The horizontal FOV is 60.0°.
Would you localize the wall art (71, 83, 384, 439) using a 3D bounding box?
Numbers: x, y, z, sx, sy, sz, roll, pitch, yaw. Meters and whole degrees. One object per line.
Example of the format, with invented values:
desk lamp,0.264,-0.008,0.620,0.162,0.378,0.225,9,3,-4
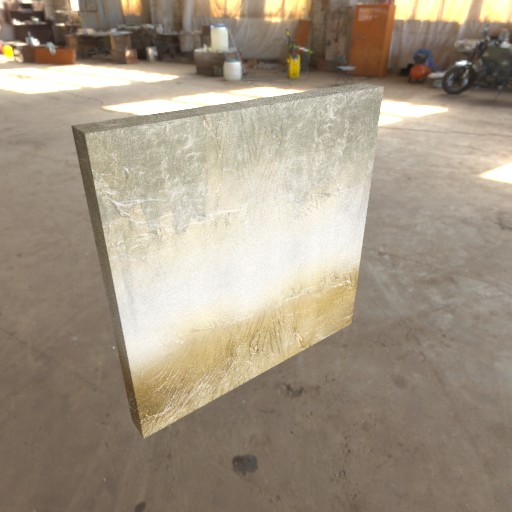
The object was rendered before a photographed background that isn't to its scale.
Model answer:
wall art,0.000,0.000,0.610,0.405,0.407,0.038,-21,36,-31
